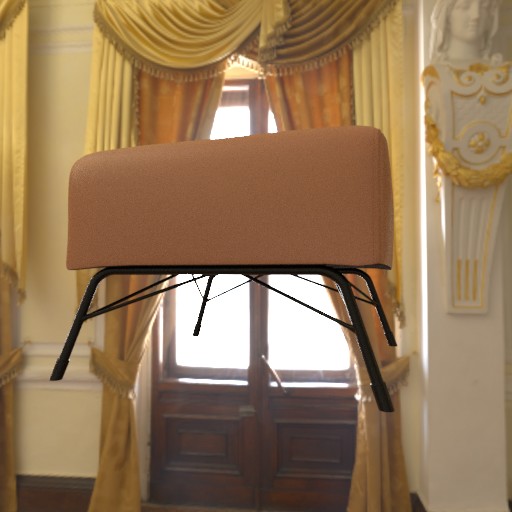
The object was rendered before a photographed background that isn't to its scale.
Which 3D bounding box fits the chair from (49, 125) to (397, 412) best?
[{"bbox_3d":[0.000,0.000,0.884,0.530,0.410,0.530,-1,-2,18],"label":"chair"}]
